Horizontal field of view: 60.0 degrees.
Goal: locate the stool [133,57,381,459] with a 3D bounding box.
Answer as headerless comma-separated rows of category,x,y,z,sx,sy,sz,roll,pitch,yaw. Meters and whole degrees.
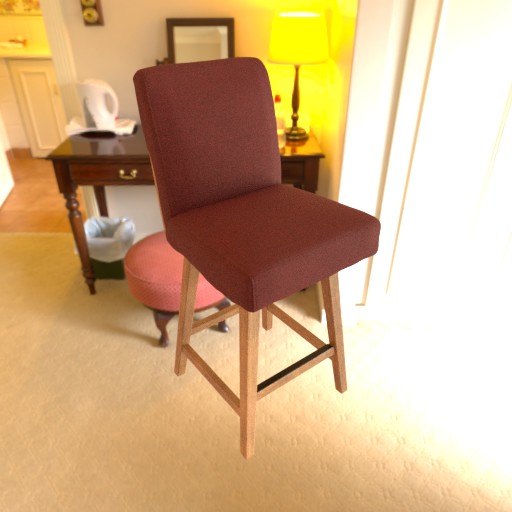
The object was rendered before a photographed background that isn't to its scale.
stool,0.000,0.000,1.340,0.468,1.038,0.562,-22,37,-31
